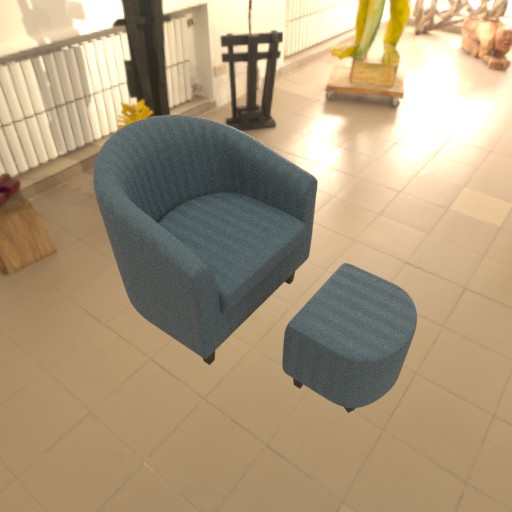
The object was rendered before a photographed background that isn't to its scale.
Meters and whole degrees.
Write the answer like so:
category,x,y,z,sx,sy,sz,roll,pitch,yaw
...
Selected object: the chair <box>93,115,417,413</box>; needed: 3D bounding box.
category,x,y,z,sx,sy,sz,roll,pitch,yaw
chair,0.000,0.000,1.738,1.288,0.757,0.756,26,48,27
